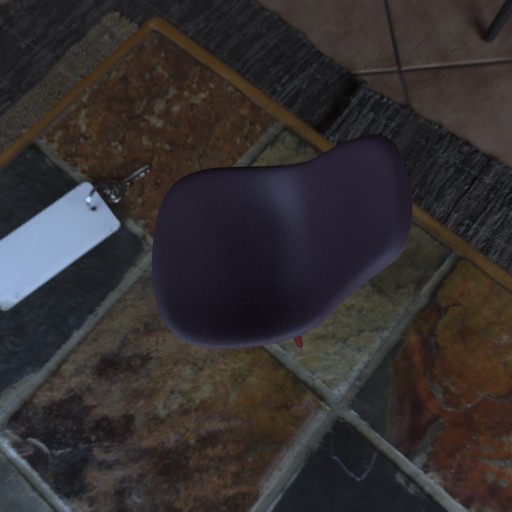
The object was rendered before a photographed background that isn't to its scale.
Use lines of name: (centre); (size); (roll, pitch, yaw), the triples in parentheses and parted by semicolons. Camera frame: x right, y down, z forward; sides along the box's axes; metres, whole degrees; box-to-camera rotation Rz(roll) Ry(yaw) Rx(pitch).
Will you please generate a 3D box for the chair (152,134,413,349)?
chair: (0.000, 0.000, 1.155); (0.533, 0.826, 0.470); (-3, 76, -1)
